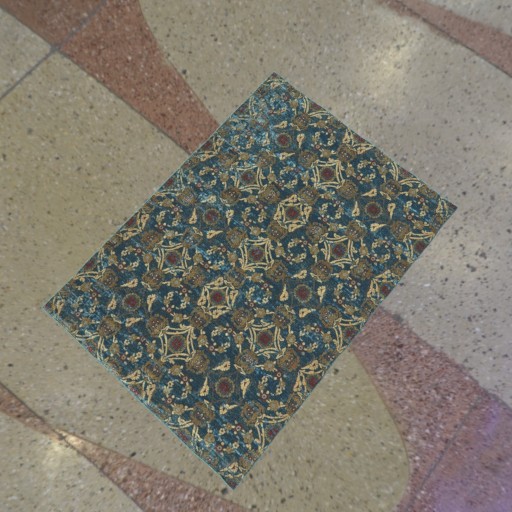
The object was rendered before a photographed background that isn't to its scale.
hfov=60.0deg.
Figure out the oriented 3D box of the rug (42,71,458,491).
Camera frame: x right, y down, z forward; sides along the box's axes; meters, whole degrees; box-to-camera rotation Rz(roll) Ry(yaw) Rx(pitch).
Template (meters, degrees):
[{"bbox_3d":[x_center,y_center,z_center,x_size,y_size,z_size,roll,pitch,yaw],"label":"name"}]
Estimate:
[{"bbox_3d":[0.000,0.000,2.792,1.567,0.014,2.207,40,79,9],"label":"rug"}]
